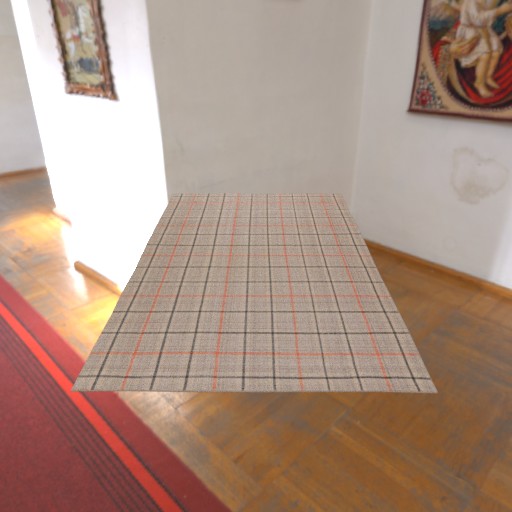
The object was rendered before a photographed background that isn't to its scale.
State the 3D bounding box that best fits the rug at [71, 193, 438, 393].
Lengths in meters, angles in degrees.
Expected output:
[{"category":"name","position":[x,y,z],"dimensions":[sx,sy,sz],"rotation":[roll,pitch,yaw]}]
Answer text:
[{"category":"rug","position":[0.000,0.000,2.921],"dimensions":[1.524,0.015,2.439],"rotation":[0,27,0]}]
